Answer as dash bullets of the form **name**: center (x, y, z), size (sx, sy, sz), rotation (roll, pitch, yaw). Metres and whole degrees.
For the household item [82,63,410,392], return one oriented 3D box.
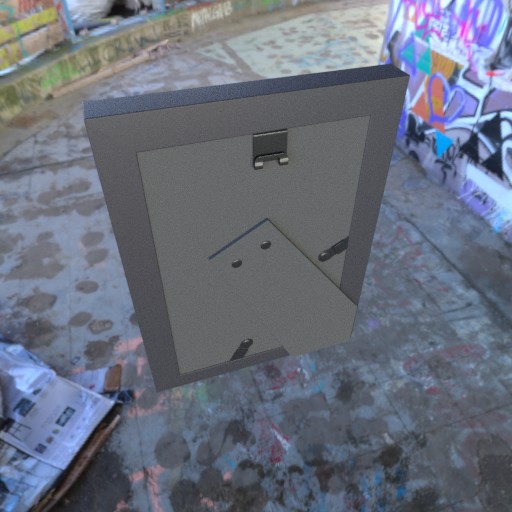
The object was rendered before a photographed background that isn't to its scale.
- **household item**: center (0.000, 0.000, 0.235), size (0.133, 0.178, 0.022), rotation (-12, 43, -14)
